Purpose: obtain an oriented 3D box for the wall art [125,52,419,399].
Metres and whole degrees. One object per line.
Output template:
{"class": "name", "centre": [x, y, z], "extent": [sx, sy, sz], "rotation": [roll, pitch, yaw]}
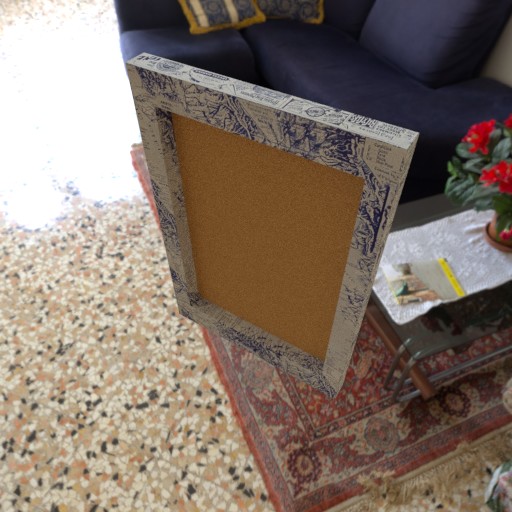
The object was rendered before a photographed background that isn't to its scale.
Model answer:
{"class": "wall art", "centre": [0.000, 0.000, 0.778], "extent": [0.408, 0.601, 0.040], "rotation": [24, 52, 21]}
